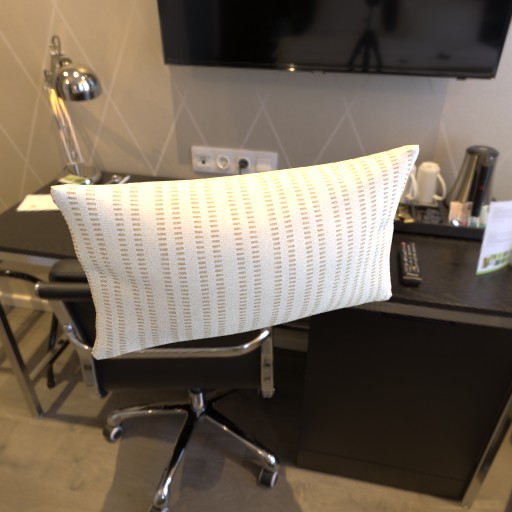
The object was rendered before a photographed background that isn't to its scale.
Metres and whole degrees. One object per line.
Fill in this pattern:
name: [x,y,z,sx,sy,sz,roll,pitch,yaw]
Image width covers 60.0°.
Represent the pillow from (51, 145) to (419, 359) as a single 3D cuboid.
pillow: [0.000,0.000,0.816,0.640,0.353,0.210,-10,33,-15]
